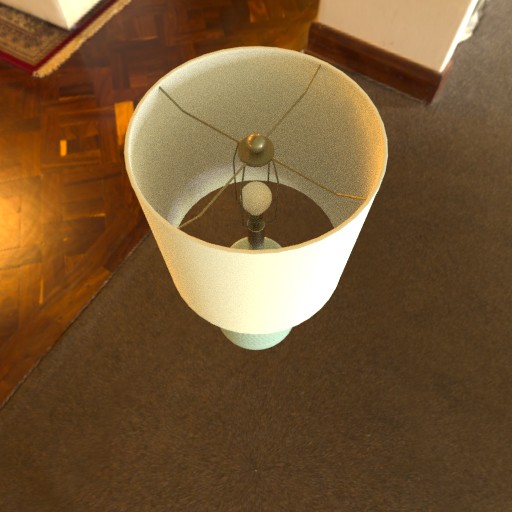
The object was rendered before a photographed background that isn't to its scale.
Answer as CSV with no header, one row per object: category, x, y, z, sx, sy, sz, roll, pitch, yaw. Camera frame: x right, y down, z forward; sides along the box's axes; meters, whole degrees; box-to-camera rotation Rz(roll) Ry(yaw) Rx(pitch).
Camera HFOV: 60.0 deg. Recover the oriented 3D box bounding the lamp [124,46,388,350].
lamp,0.000,0.000,1.098,0.418,0.871,0.418,-15,65,-7
